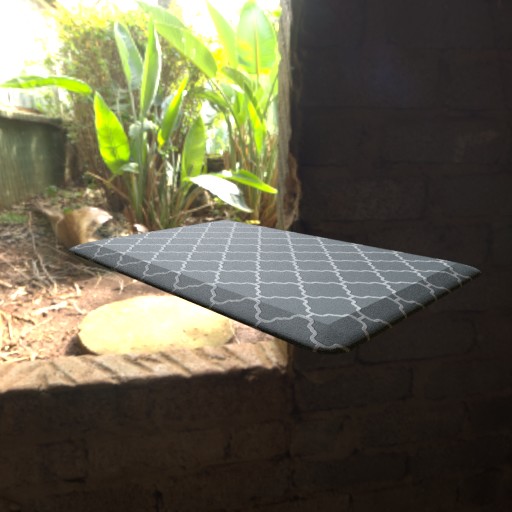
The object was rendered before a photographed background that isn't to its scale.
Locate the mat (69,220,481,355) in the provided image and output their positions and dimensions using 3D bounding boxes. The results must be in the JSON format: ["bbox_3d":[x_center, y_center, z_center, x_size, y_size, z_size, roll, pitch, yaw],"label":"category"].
[{"bbox_3d":[0.000,0.000,0.944,0.762,0.021,0.508,14,20,43],"label":"mat"}]
